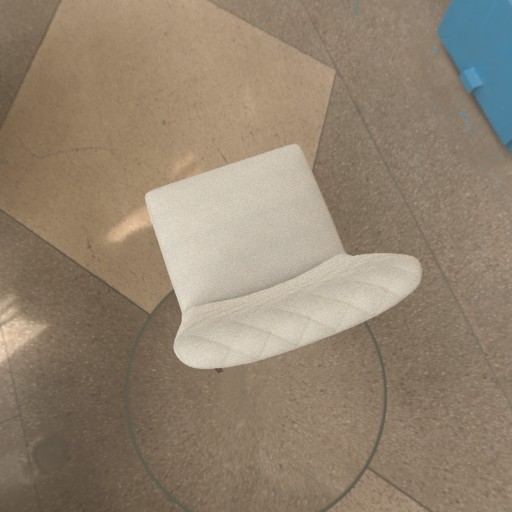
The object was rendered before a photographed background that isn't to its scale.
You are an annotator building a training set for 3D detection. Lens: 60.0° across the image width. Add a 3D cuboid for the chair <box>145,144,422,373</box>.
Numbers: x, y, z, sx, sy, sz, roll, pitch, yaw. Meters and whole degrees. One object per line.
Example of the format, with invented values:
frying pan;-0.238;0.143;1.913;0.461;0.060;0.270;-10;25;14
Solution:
chair;0.000;0.000;1.263;0.503;0.933;0.597;-19;75;-5
